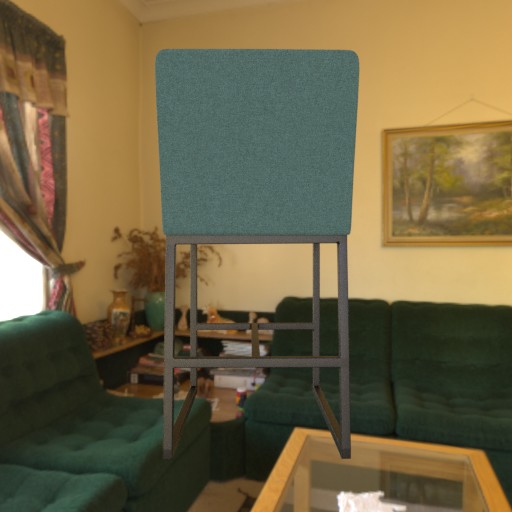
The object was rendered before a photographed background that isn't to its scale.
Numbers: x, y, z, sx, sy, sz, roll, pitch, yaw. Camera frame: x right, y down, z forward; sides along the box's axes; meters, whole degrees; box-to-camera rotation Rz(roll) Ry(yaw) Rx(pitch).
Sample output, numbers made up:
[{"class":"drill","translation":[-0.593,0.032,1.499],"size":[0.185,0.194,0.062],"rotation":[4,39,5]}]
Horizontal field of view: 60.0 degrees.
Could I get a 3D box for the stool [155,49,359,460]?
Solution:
[{"class":"stool","translation":[0.000,0.000,1.255],"size":[0.460,0.940,0.560],"rotation":[0,1,-1]}]
